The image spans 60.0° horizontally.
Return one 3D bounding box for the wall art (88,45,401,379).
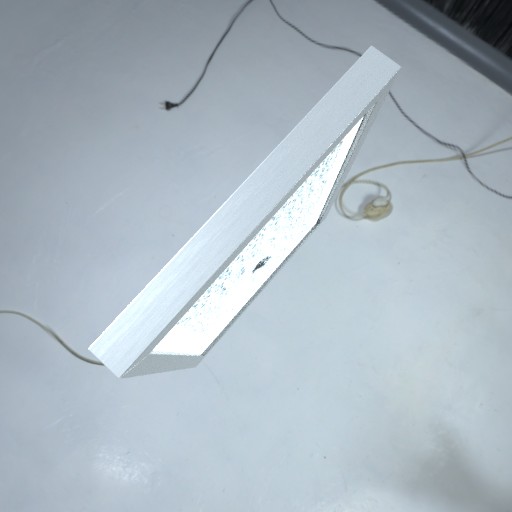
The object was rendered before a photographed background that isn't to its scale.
[{"bbox_3d":[0.000,0.000,0.503,0.030,0.379,0.308,40,80,8],"label":"wall art"}]
